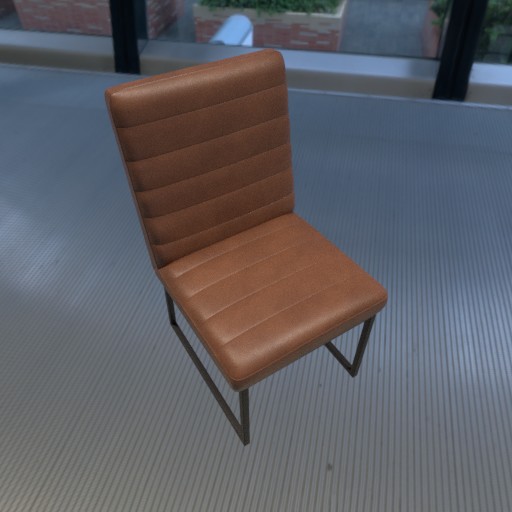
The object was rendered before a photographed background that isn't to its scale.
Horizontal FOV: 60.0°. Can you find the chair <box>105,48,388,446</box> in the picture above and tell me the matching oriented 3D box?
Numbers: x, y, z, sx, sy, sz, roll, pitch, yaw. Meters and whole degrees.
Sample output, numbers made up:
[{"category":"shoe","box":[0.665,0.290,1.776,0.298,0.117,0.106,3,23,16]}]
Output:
[{"category":"chair","box":[0.000,0.000,1.317,0.520,0.930,0.634,-24,50,-22]}]
